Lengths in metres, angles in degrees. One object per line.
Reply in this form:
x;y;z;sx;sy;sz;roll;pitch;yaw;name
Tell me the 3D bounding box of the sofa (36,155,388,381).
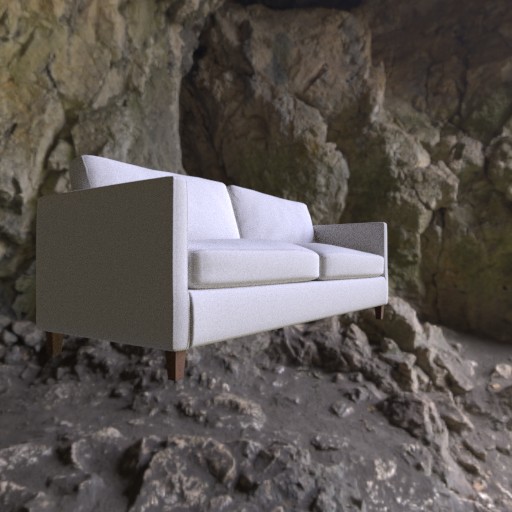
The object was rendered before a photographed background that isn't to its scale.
0.000;0.000;2.798;0.951;0.962;2.361;-1;-1;35;sofa
